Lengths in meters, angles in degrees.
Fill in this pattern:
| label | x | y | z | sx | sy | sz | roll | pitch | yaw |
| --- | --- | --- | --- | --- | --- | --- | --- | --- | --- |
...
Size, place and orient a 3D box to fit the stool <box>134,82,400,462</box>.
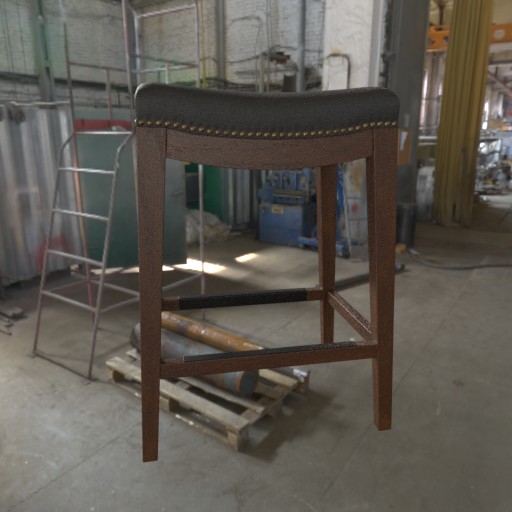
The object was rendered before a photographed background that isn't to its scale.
| label | x | y | z | sx | sy | sz | roll | pitch | yaw |
| --- | --- | --- | --- | --- | --- | --- | --- | --- | --- |
| stool | 0.000 | 0.000 | 0.933 | 0.490 | 0.664 | 0.353 | -3 | 16 | -11 |
